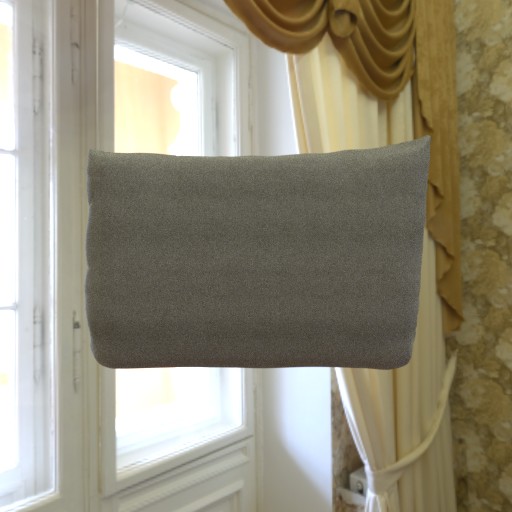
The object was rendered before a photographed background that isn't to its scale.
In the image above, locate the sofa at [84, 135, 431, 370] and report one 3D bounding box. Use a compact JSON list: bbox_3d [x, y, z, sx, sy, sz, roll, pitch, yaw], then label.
[{"bbox_3d":[0.000,0.000,1.784,1.144,0.795,0.847,0,0,0],"label":"sofa"}]
